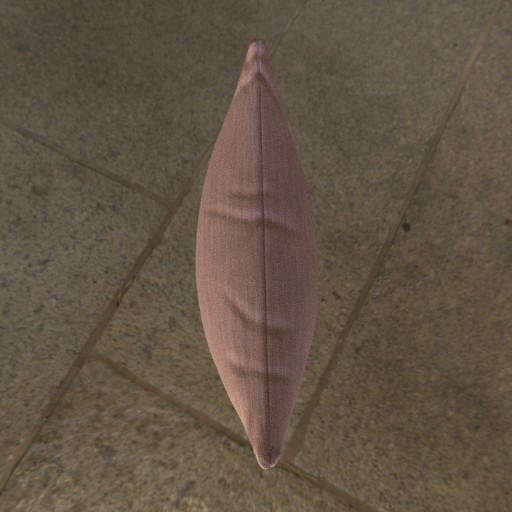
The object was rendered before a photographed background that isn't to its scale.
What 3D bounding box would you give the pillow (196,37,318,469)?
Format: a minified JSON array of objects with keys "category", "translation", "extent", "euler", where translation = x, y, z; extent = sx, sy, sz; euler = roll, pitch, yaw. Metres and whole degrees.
[{"category":"pillow","translation":[0.000,0.000,0.776],"extent":[0.210,0.338,0.633],"euler":[-1,74,0]}]
